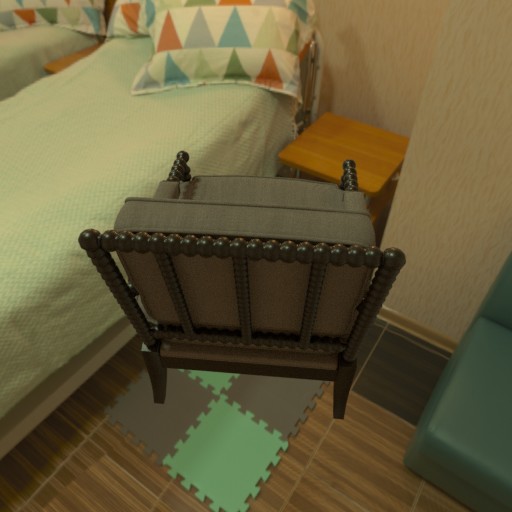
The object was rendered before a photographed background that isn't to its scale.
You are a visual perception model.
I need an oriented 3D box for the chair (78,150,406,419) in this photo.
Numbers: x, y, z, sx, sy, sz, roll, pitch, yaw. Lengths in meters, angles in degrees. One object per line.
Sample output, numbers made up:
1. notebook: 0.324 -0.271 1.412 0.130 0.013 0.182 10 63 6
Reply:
1. chair: 0.000 0.000 1.094 0.540 0.661 0.622 4 46 4
